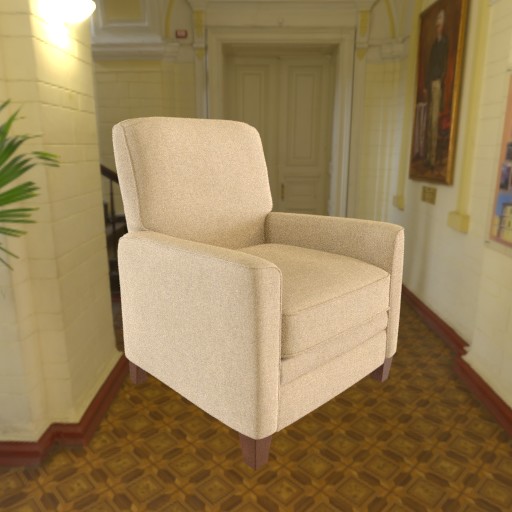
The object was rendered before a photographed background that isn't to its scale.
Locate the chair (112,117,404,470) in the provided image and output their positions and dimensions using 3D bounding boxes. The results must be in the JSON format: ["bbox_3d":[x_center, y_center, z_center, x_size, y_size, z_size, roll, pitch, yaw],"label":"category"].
[{"bbox_3d":[0.000,0.000,1.678,0.845,1.023,0.859,-14,19,-43],"label":"chair"}]
